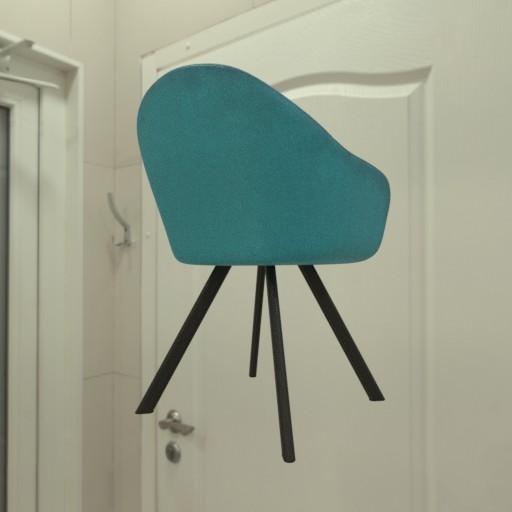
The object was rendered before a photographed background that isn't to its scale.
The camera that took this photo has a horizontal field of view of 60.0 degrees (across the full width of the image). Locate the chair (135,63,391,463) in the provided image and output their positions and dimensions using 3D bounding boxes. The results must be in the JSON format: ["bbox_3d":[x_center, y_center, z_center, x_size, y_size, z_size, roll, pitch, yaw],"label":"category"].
[{"bbox_3d":[0.000,0.000,1.125,0.540,0.780,0.570,-1,-1,37],"label":"chair"}]
